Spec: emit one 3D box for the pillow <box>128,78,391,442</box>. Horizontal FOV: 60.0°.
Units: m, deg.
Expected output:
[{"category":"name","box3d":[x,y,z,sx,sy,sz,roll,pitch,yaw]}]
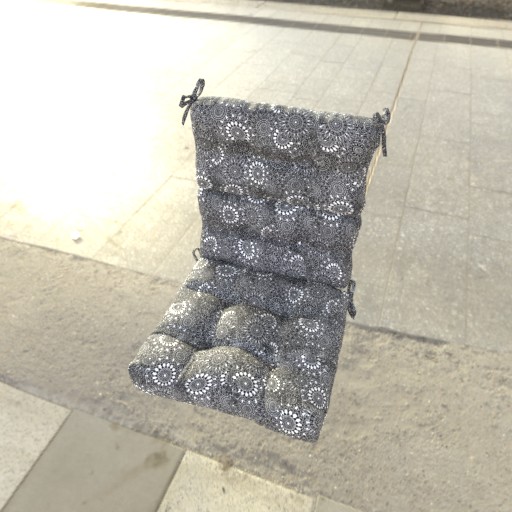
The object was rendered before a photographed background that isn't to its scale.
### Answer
[{"category":"pillow","box3d":[0.000,0.000,1.059,0.519,0.605,0.571,12,44,13]}]
